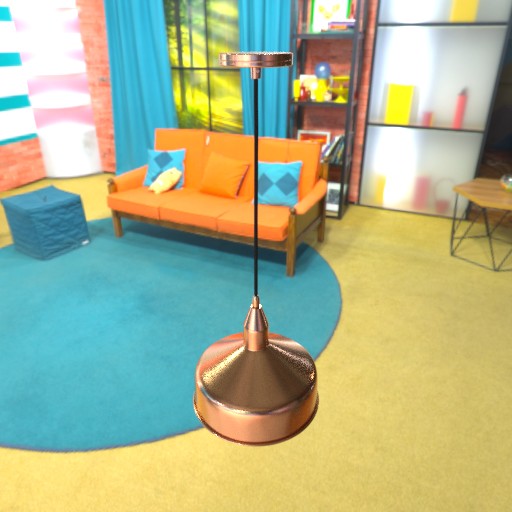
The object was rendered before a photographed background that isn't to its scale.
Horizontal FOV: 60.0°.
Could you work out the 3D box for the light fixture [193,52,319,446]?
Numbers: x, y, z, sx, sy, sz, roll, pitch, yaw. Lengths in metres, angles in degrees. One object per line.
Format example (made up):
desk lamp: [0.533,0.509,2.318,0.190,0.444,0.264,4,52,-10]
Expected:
light fixture: [0.000,0.000,0.904,0.301,0.754,0.301,-8,27,-15]
